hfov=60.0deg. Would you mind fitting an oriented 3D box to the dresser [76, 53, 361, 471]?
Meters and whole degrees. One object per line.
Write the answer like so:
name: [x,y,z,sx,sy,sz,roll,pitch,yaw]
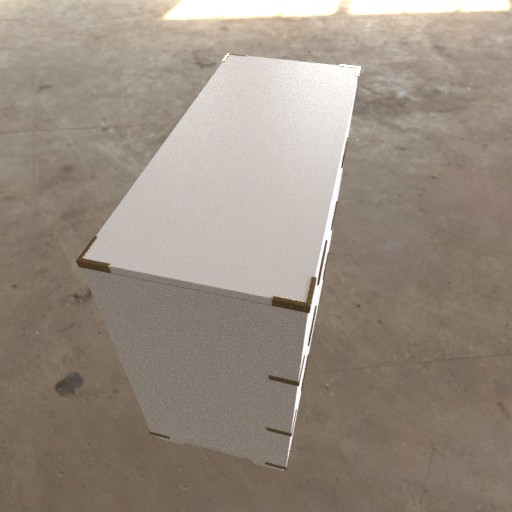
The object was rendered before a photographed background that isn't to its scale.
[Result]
dresser: [0.000,0.000,1.481,0.460,0.891,1.022,10,47,10]
